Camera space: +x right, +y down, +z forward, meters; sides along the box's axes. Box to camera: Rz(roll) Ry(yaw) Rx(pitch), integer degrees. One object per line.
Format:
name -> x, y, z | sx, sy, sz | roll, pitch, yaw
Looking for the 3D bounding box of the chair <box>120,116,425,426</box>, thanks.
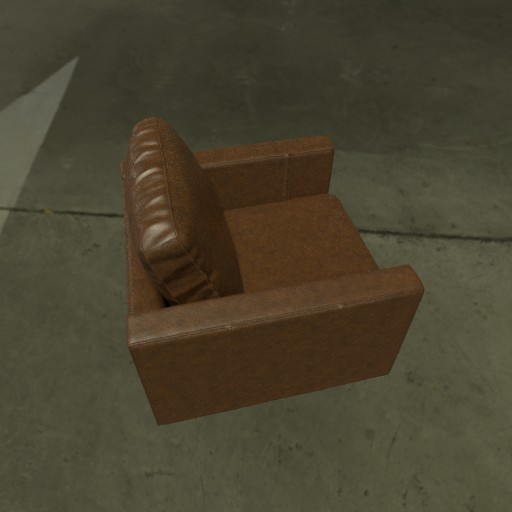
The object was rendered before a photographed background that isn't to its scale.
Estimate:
chair -> 0.000, 0.000, 1.694 | 0.909, 0.956, 0.890 | -10, 47, -9
